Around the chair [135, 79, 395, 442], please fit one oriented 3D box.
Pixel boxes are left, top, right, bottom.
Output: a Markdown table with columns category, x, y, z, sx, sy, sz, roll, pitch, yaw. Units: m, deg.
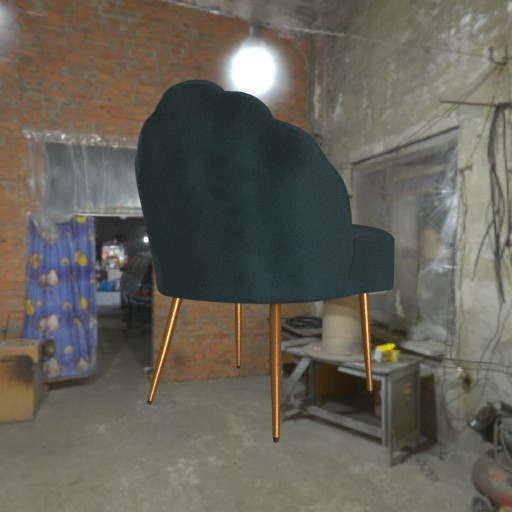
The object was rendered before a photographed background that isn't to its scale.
| category | x | y | z | sx | sy | sz | roll | pitch | yaw |
| --- | --- | --- | --- | --- | --- | --- | --- | --- | --- |
| chair | 0.000 | 0.000 | 1.271 | 0.657 | 0.819 | 0.599 | 0 | 0 | 36 |
